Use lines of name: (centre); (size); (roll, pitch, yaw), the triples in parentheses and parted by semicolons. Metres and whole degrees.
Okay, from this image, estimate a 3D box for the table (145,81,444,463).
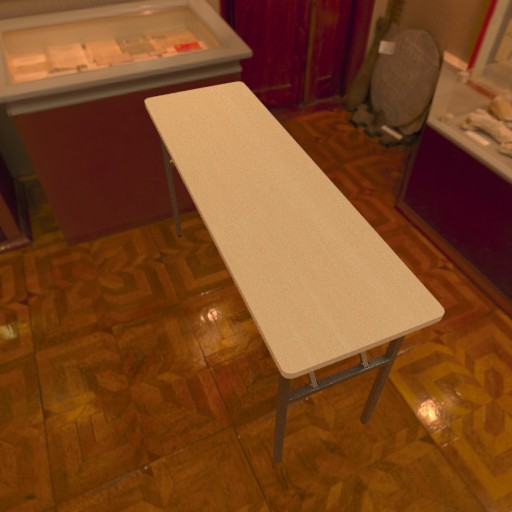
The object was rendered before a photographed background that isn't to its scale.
table: (0.000, 0.000, 1.747); (0.446, 0.750, 1.397); (-17, 48, -16)
